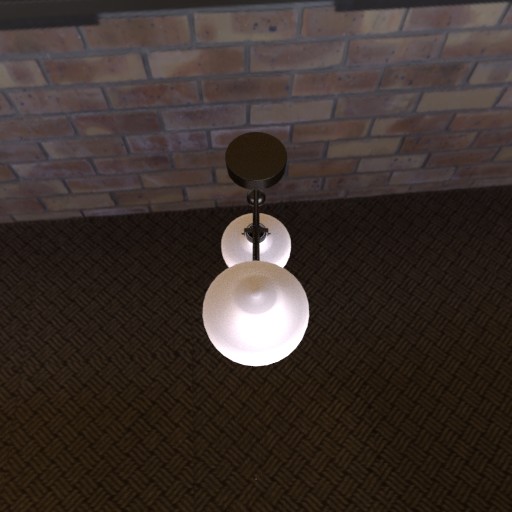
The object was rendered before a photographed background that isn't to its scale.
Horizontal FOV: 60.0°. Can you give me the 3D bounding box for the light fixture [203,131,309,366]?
[{"bbox_3d":[0.000,0.000,1.062,0.422,0.743,0.489,-34,68,-16],"label":"light fixture"}]
